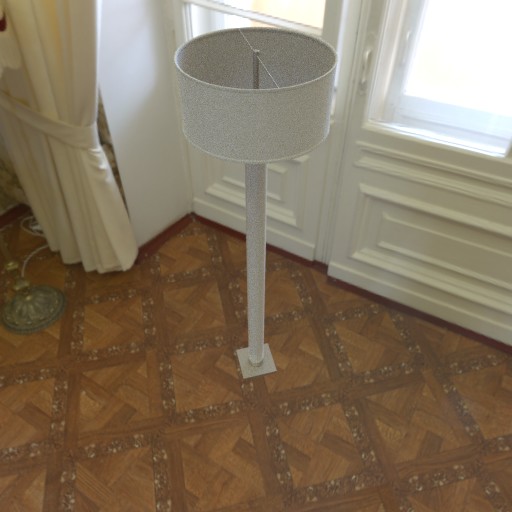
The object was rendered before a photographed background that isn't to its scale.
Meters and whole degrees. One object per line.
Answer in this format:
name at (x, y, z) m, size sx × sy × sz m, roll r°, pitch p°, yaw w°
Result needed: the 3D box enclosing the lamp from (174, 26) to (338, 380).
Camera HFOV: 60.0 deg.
lamp at (0.000, 0.000, 1.649) m, size 0.420 × 1.475 × 0.420 m, roll -10°, pitch 46°, yaw -10°
